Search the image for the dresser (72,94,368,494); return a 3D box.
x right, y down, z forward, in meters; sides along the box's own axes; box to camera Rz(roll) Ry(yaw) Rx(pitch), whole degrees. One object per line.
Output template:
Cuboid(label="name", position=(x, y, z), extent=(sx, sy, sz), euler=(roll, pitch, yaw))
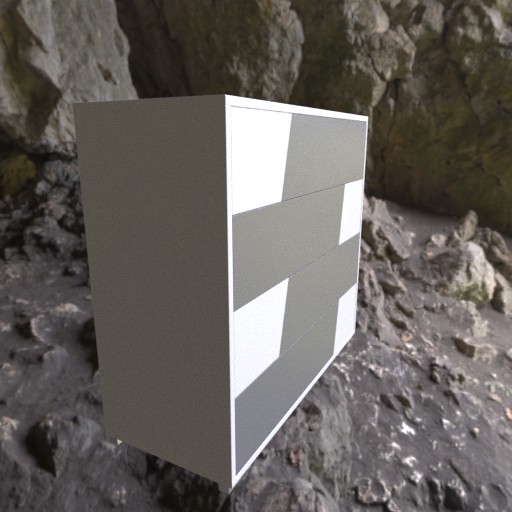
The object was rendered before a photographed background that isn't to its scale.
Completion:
Cuboid(label="dresser", position=(0.000, 0.000, 1.610), extent=(0.460, 1.000, 1.100), euler=(8, 17, 28))
